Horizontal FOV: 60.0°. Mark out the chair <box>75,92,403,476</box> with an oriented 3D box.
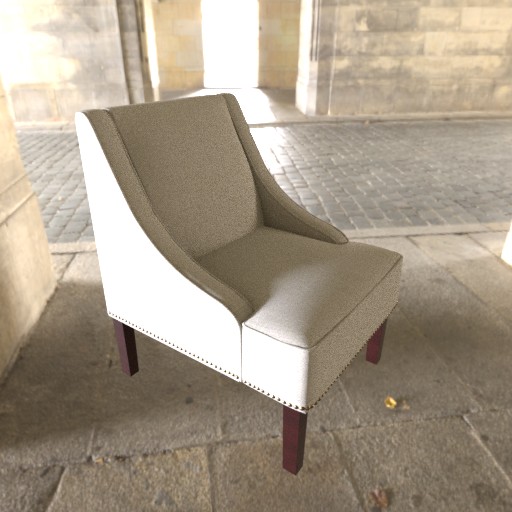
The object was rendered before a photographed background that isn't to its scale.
[{"bbox_3d":[0.000,0.000,1.370,0.748,0.872,0.628,17,31,32],"label":"chair"}]
